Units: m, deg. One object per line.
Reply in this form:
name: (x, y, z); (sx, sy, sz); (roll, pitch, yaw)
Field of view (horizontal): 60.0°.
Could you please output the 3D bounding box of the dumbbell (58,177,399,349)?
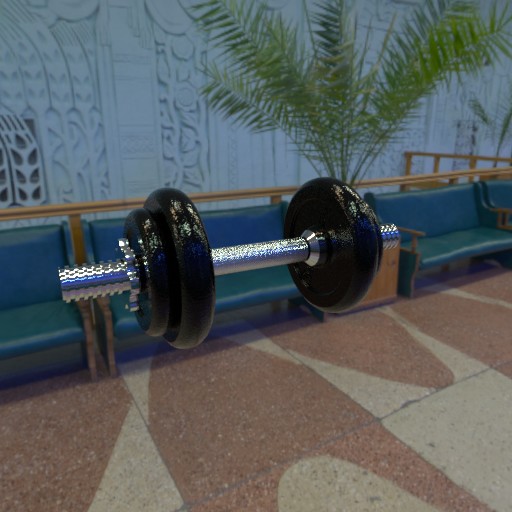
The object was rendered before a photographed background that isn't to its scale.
dumbbell: (0.000, 0.000, 0.609); (0.497, 0.202, 0.202); (-9, 19, -26)
